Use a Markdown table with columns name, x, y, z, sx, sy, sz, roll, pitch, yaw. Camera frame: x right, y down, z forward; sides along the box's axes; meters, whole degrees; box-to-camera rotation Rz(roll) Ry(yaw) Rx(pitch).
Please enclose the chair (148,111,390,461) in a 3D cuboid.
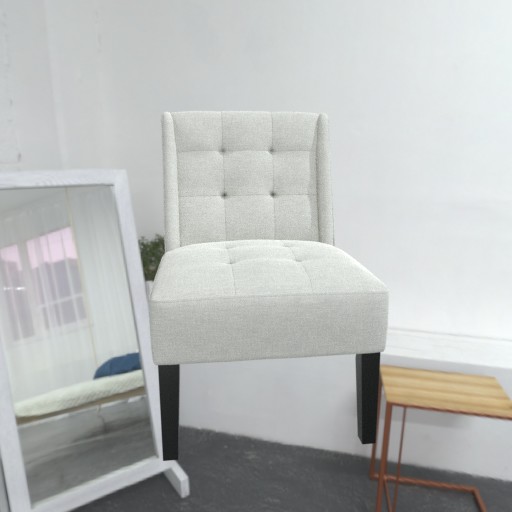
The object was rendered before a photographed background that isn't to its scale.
| name | x | y | z | sx | sy | sz | roll | pitch | yaw |
| --- | --- | --- | --- | --- | --- | --- | --- | --- | --- |
| chair | 0.000 | 0.000 | 1.313 | 0.569 | 0.853 | 0.676 | -2 | 15 | -7 |
